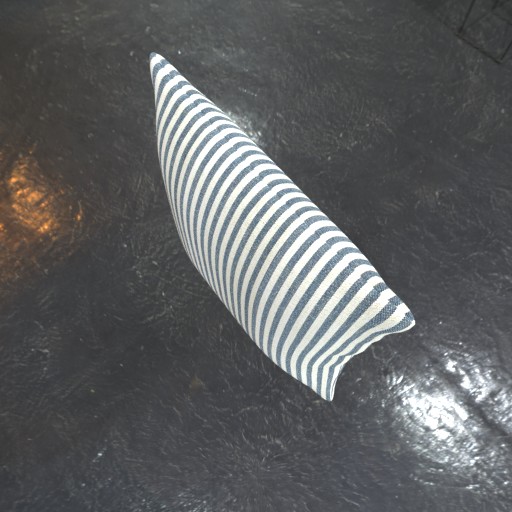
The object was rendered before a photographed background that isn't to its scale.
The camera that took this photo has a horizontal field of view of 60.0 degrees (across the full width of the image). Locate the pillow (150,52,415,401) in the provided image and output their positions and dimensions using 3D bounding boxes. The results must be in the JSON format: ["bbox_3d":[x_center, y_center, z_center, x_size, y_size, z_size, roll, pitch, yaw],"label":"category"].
[{"bbox_3d":[0.000,0.000,0.776,0.166,0.510,0.523,-35,69,-16],"label":"pillow"}]
